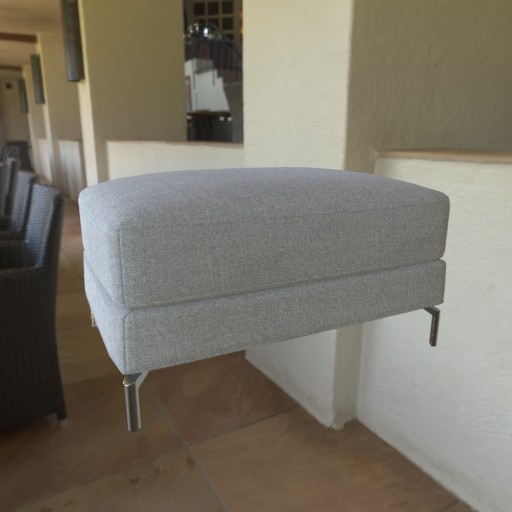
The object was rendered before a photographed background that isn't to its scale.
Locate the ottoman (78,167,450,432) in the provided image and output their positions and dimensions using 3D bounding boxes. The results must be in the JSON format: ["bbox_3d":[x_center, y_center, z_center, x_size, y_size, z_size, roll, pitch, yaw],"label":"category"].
[{"bbox_3d":[0.000,0.000,1.185,0.838,0.457,0.584,-7,17,-26],"label":"ottoman"}]
